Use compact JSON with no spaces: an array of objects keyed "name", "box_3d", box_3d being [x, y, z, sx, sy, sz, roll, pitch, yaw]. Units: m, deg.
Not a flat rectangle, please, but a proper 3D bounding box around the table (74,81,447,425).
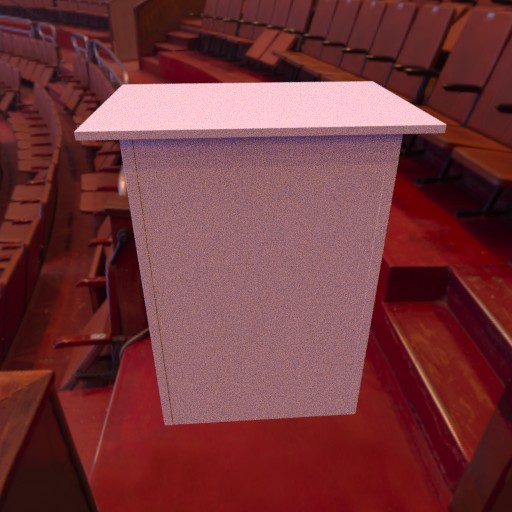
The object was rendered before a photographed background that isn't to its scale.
[{"name":"table","box_3d":[0.000,0.000,1.055,0.589,0.711,0.406,-2,31,-4]}]
